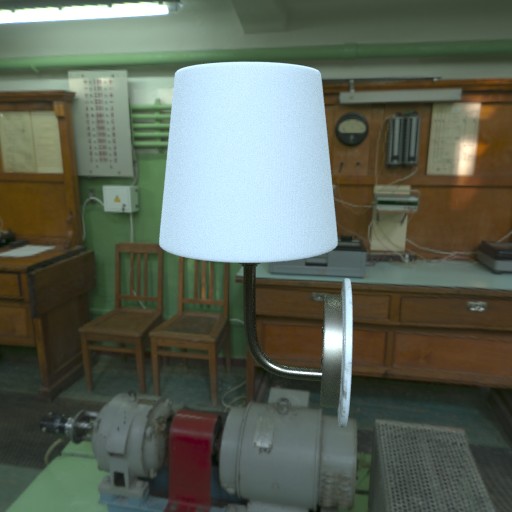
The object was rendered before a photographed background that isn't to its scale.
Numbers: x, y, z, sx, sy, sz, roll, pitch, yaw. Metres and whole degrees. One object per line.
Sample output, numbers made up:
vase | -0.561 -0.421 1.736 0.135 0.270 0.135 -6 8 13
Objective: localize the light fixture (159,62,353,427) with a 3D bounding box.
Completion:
light fixture | 0.000 0.000 0.439 0.188 0.337 0.168 2 14 9
